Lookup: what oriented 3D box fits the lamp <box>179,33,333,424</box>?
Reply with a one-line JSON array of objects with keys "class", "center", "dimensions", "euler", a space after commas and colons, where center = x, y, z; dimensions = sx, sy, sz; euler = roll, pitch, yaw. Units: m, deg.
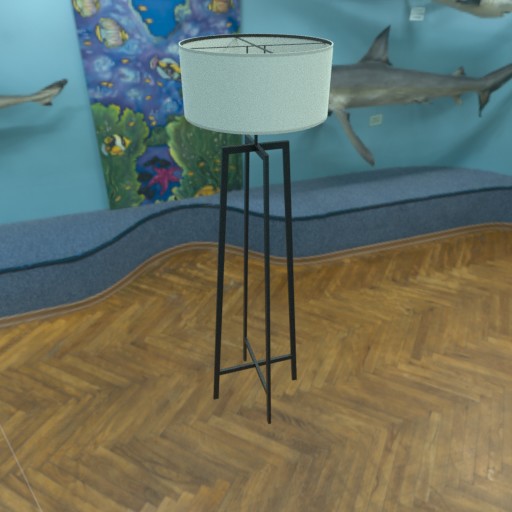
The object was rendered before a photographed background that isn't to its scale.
[{"class": "lamp", "center": [0.000, 0.000, 1.726], "dimensions": [0.457, 1.510, 0.456], "euler": [-9, 34, -14]}]
